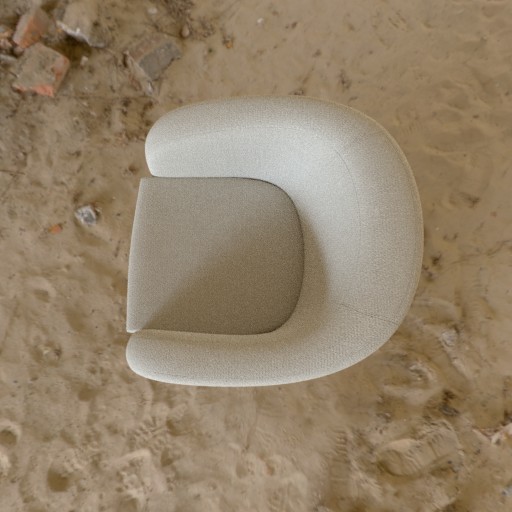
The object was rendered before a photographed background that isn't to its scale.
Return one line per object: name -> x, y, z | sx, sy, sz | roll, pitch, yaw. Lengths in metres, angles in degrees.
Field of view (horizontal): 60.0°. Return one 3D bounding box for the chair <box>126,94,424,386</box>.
chair -> 0.000, 0.000, 1.428 | 0.815, 0.771, 0.791 | 1, 76, 0
